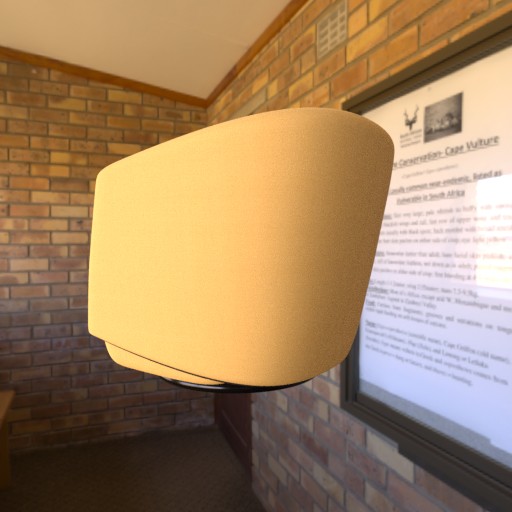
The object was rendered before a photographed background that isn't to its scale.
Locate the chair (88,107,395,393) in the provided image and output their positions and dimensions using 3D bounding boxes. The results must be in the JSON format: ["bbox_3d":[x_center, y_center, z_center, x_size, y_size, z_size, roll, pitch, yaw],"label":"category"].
[{"bbox_3d":[0.000,0.000,1.333,0.767,0.698,0.773,1,1,36],"label":"chair"}]
